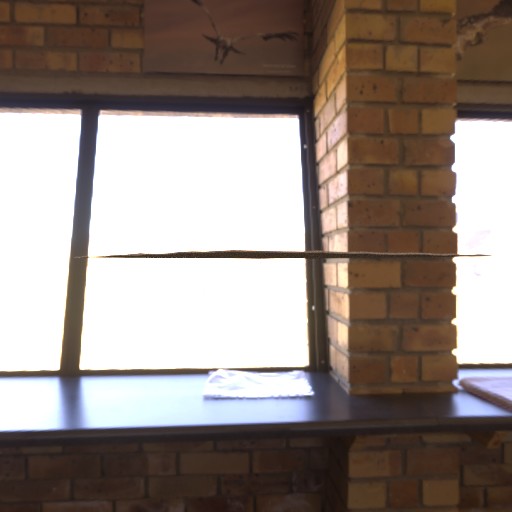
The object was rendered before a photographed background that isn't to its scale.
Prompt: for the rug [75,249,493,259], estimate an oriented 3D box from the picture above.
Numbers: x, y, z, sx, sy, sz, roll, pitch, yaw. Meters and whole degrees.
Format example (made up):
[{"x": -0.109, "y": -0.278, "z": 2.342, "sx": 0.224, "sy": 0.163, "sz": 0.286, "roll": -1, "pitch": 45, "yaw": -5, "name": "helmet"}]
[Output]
[{"x": 0.000, "y": 0.000, "z": 3.225, "sx": 1.964, "sy": 0.025, "sz": 2.455, "roll": 1, "pitch": -1, "yaw": -35, "name": "rug"}]
